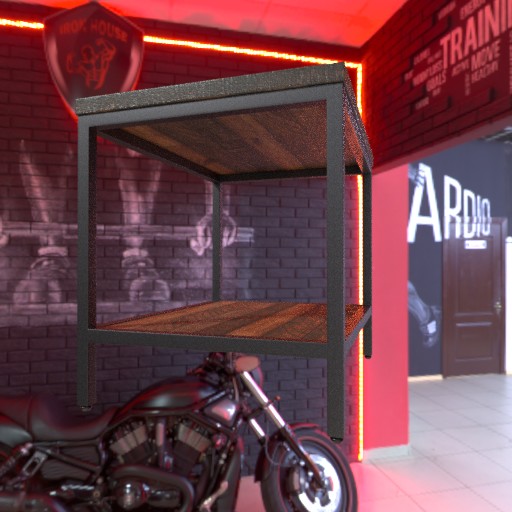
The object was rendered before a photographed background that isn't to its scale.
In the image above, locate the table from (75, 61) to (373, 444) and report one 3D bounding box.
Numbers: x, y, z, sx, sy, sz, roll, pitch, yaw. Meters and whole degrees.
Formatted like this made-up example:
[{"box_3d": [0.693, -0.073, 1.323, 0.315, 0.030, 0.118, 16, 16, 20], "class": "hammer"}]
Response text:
[{"box_3d": [0.000, 0.000, 1.106, 0.524, 0.612, 0.678, 0, -1, 18], "class": "table"}]
